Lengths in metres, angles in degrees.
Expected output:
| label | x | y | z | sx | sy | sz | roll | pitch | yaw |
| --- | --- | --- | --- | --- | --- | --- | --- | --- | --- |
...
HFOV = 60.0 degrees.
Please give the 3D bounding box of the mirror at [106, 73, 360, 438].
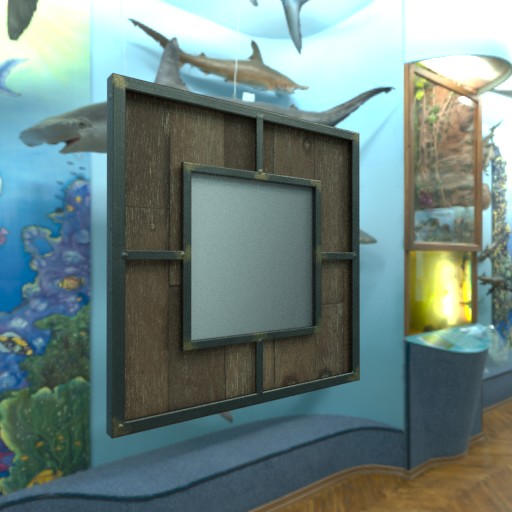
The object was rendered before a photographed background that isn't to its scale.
| label | x | y | z | sx | sy | sz | roll | pitch | yaw |
| --- | --- | --- | --- | --- | --- | --- | --- | --- | --- |
| mirror | 0.000 | 0.000 | 0.579 | 0.382 | 0.381 | 0.020 | 0 | 0 | -36 |
